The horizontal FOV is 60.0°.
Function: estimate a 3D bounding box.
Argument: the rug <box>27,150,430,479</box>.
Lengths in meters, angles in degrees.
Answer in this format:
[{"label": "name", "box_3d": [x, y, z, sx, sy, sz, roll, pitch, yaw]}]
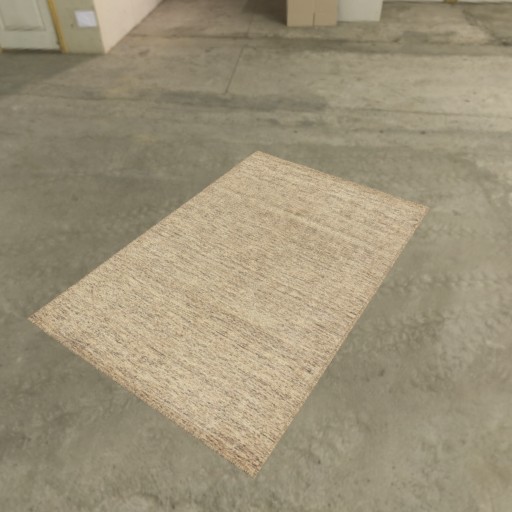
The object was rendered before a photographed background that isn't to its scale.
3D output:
[{"label": "rug", "box_3d": [0.000, 0.000, 2.266, 1.211, 0.018, 1.822, 24, 47, 24]}]
